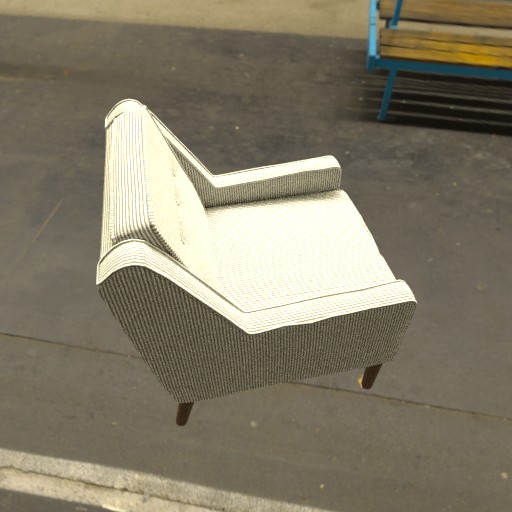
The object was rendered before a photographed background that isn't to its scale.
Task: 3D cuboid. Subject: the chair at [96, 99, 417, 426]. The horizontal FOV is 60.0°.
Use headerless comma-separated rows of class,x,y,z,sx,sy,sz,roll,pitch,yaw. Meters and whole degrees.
chair,0.000,0.000,1.328,0.743,0.792,0.663,-9,47,-8
